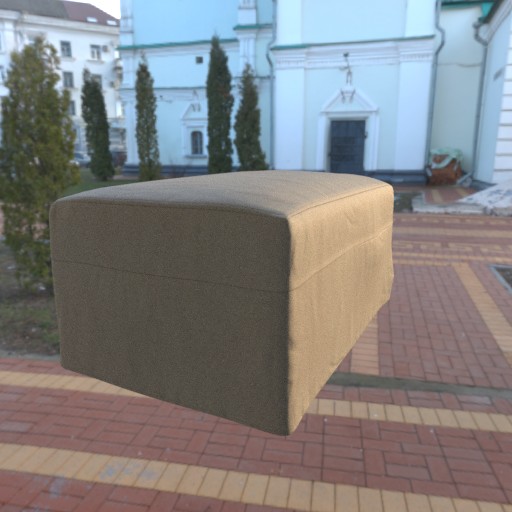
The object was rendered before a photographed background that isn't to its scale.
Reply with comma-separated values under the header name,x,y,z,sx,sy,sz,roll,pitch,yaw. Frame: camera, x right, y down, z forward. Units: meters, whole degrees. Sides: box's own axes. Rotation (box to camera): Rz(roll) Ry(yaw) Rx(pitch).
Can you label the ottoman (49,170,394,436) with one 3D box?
name,x,y,z,sx,sy,sz,roll,pitch,yaw
ottoman,0.000,0.000,1.191,0.590,0.444,0.872,7,14,27
